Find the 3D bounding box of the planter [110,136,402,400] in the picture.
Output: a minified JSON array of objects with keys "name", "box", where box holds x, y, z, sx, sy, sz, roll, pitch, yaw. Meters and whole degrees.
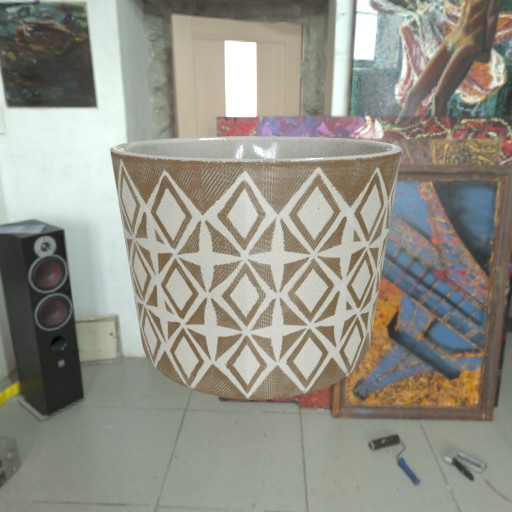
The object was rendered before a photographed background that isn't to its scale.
[{"name":"planter","box":[0.000,0.000,0.448,0.260,0.220,0.260,0,18,0]}]
